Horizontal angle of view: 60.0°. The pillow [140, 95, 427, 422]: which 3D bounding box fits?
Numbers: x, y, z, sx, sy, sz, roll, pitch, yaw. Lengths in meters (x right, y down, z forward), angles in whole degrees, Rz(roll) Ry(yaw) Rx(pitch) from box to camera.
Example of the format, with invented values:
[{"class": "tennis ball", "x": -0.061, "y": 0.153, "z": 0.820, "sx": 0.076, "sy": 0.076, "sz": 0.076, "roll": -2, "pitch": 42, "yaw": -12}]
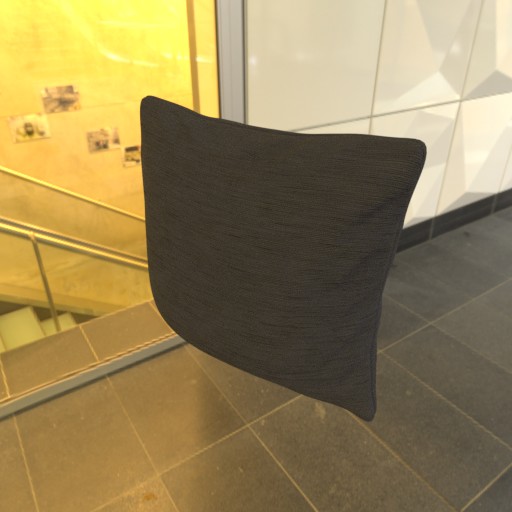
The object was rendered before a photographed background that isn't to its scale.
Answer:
[{"class": "pillow", "x": 0.000, "y": 0.000, "z": 0.659, "sx": 0.432, "sy": 0.414, "sz": 0.246, "roll": 20, "pitch": 36, "yaw": 31}]
